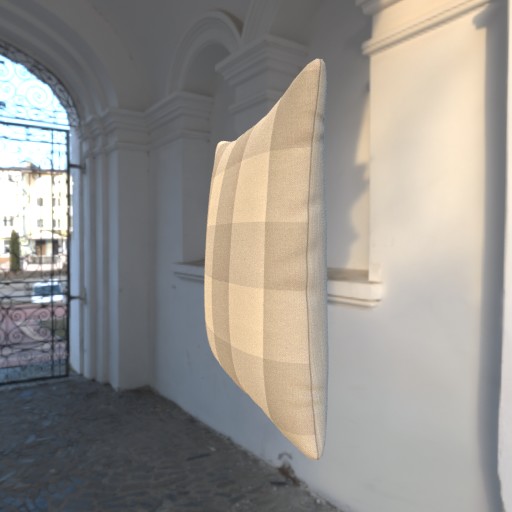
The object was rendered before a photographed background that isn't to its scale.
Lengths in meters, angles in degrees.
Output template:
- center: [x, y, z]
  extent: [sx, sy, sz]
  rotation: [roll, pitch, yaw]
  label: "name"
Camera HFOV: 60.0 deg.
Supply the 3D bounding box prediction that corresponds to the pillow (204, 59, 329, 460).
- center: [0.000, 0.000, 0.797]
  extent: [0.161, 0.509, 0.511]
  rotation: [-1, 2, -18]
  label: "pillow"
